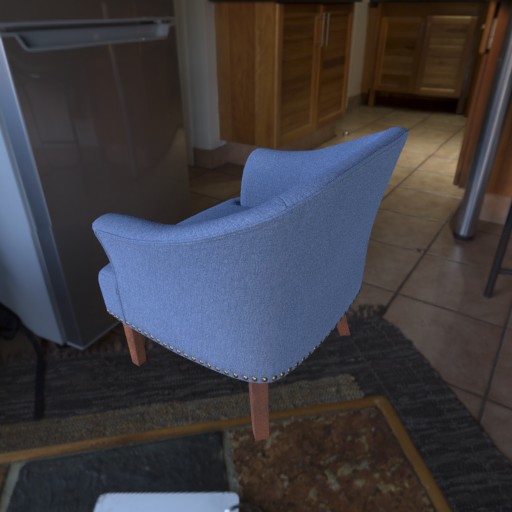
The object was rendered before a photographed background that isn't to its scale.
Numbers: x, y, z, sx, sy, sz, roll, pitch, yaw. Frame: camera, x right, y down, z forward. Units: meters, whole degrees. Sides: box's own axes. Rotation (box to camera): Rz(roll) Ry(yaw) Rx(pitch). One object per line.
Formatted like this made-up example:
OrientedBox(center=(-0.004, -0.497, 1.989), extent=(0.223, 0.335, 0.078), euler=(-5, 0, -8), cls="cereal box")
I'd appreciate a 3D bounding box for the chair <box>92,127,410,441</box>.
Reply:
OrientedBox(center=(0.000, 0.000, 1.390), extent=(0.704, 0.815, 0.798), euler=(20, 36, 30), cls="chair")
